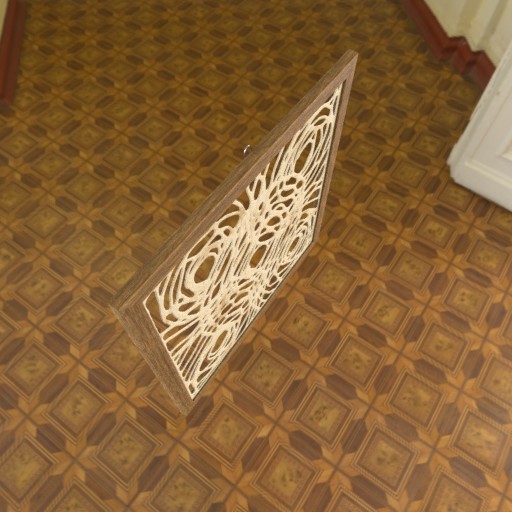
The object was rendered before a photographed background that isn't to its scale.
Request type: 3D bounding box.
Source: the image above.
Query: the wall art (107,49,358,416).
[{"bbox_3d":[0.000,0.000,0.843,0.021,0.576,0.561,31,64,17],"label":"wall art"}]
